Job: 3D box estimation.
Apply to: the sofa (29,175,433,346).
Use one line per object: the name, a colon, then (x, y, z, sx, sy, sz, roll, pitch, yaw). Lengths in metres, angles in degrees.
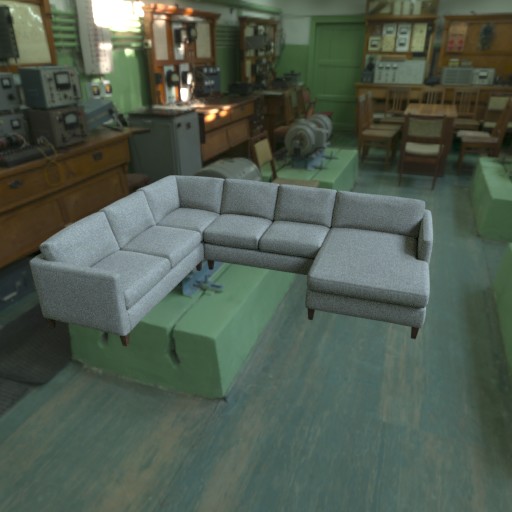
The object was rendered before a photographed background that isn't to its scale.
sofa: (0.000, 0.000, 4.638, 3.460, 0.959, 2.593, 8, 27, 17)
